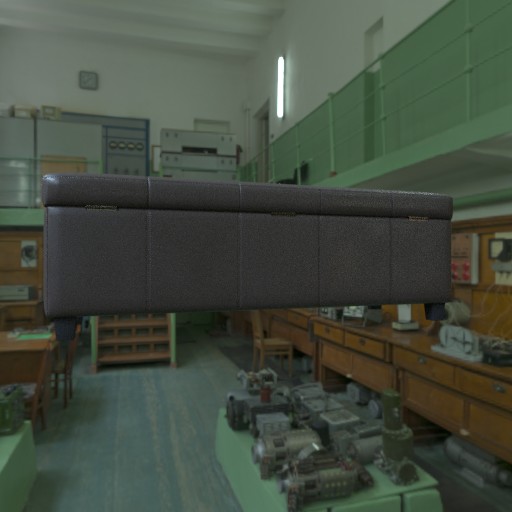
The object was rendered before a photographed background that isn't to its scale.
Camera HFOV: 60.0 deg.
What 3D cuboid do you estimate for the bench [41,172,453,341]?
[{"bbox_3d":[0.000,0.000,1.434,1.219,0.417,0.450,0,0,-18],"label":"bench"}]
